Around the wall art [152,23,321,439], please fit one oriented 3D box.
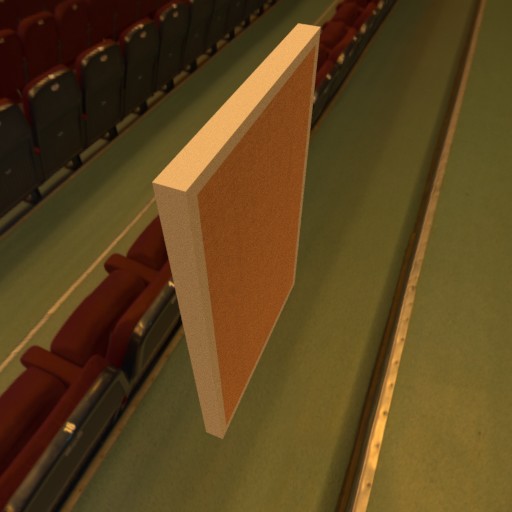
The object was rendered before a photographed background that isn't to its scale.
[{"bbox_3d":[0.000,0.000,0.535,0.025,0.428,0.293,17,50,15],"label":"wall art"}]
